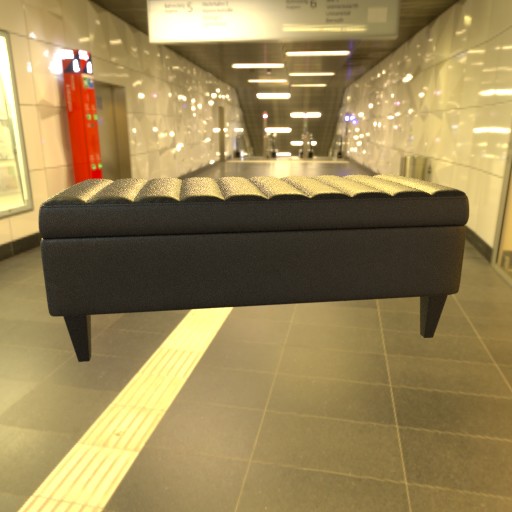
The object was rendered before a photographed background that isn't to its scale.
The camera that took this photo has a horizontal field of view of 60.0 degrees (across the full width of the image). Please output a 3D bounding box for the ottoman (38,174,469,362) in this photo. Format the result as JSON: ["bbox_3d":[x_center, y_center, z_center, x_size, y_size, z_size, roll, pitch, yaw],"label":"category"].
[{"bbox_3d":[0.000,0.000,1.421,1.151,0.469,0.482,-2,16,-8],"label":"ottoman"}]
